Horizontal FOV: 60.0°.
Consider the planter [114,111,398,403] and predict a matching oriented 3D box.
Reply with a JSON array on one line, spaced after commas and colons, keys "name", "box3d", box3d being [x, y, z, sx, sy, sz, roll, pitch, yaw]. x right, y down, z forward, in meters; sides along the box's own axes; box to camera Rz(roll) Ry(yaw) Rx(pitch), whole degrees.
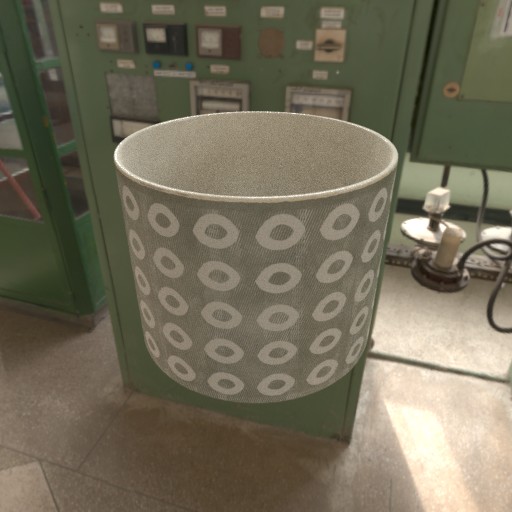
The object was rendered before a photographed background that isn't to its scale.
[{"name": "planter", "box3d": [0.000, 0.000, 0.353, 0.190, 0.181, 0.190, 0, 31, 0]}]
